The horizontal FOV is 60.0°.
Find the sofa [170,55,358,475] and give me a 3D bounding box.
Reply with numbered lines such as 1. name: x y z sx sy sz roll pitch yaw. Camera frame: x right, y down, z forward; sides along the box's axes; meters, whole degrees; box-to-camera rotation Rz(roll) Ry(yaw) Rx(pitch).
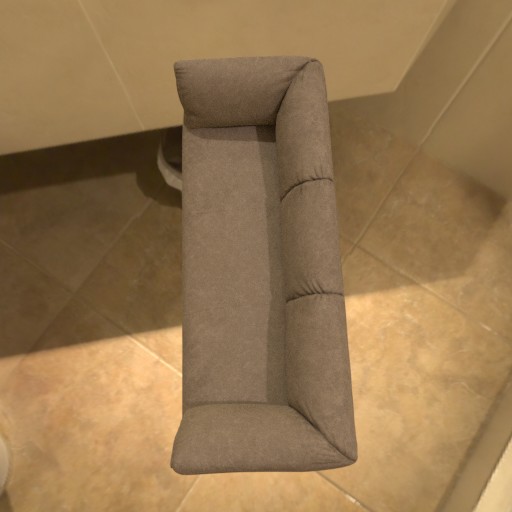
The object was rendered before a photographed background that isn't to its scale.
1. sofa: 0.000 0.000 2.619 0.899 0.758 2.238 -2 75 -1
